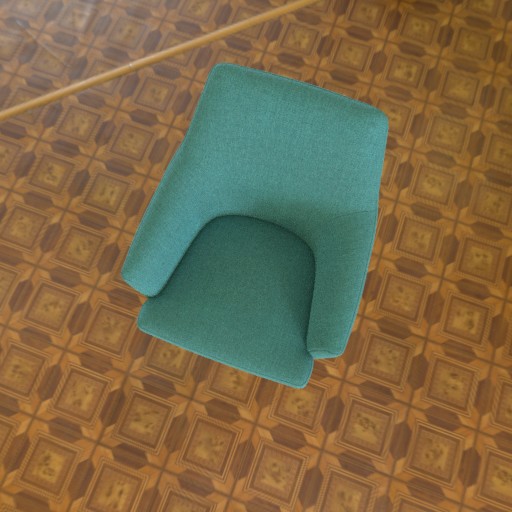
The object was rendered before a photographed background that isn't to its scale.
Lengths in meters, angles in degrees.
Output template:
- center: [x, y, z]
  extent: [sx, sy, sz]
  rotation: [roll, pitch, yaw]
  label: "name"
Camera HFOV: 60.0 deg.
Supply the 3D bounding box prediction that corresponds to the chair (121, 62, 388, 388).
- center: [0.000, 0.000, 1.378]
  extent: [0.642, 0.874, 0.677]
  rotation: [19, 75, 5]
  label: "chair"
